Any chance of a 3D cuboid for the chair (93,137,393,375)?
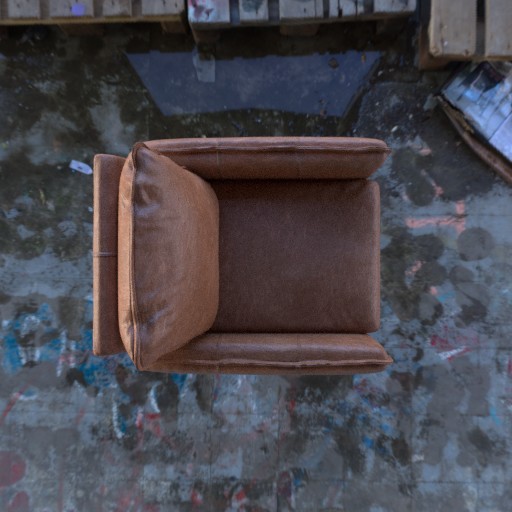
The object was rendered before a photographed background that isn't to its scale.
[{"bbox_3d":[0.000,0.000,1.593,0.922,0.922,0.830,0,89,0],"label":"chair"}]
